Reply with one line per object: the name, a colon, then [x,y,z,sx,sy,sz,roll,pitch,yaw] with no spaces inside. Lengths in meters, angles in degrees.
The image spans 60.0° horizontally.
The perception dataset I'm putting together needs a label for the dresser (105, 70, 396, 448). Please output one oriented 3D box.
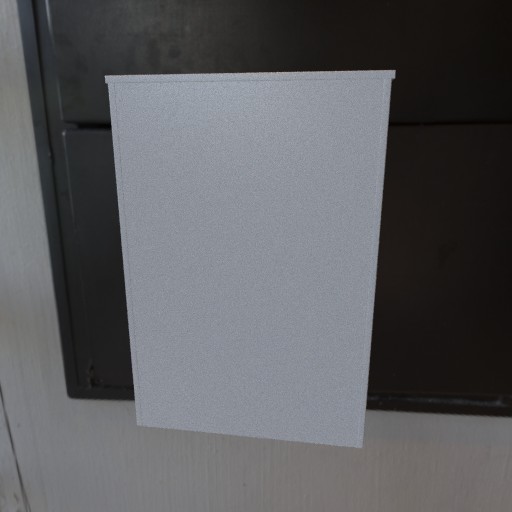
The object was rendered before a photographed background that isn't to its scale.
dresser: [0.000,0.000,1.389,0.704,1.021,0.401,2,16,8]
